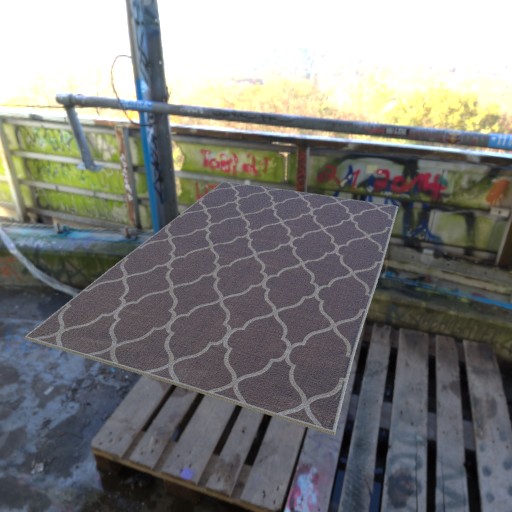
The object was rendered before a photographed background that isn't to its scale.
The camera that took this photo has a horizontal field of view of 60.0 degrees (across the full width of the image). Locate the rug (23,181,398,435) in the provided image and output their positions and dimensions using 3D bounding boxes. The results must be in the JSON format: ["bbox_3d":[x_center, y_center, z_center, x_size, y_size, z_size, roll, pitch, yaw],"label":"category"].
[{"bbox_3d":[0.000,0.000,2.818,1.528,0.014,2.294,11,32,18],"label":"rug"}]
